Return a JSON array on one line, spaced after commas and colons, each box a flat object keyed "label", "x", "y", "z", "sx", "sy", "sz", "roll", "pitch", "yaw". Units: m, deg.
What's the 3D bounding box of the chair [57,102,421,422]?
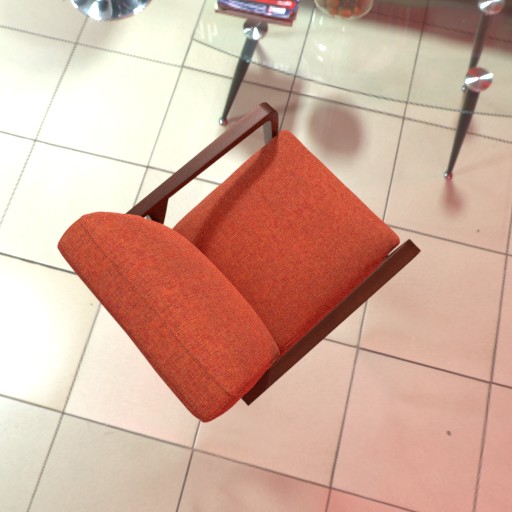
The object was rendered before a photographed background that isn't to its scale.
[{"label": "chair", "x": 0.000, "y": 0.000, "z": 1.506, "sx": 0.860, "sy": 0.890, "sz": 0.719, "roll": -42, "pitch": 79, "yaw": -10}]
